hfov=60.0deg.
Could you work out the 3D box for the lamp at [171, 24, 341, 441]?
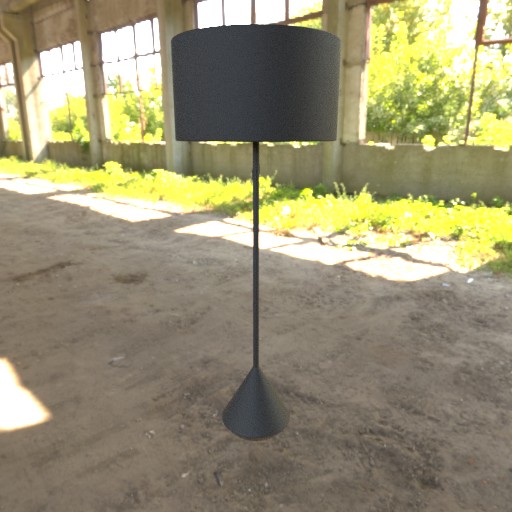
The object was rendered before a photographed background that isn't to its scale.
[{"bbox_3d":[0.000,0.000,1.737,0.580,1.526,0.580,3,16,10],"label":"lamp"}]
